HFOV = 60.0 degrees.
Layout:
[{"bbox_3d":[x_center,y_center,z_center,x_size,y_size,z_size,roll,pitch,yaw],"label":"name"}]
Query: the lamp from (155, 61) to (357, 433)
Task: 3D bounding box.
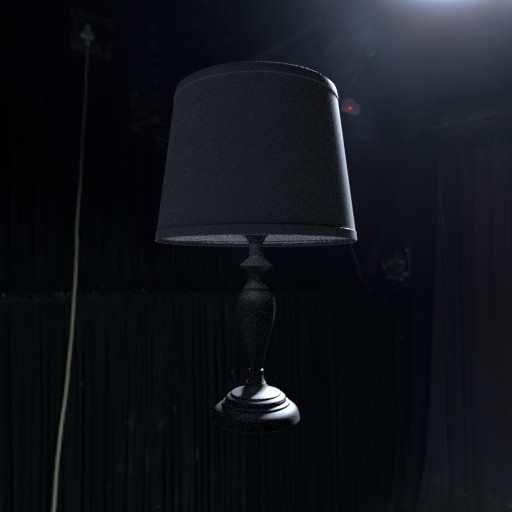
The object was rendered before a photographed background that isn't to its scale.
[{"bbox_3d":[0.000,0.000,0.696,0.310,0.501,0.310,0,-2,0],"label":"lamp"}]
